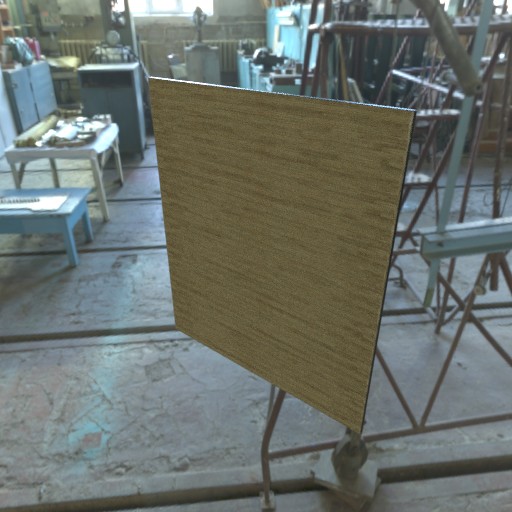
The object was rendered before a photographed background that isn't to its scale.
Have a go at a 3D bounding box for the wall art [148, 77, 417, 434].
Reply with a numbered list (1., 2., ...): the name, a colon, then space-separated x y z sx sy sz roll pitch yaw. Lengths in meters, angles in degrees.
1. wall art: 0.000 0.000 0.790 0.483 0.559 0.009 21 35 33
